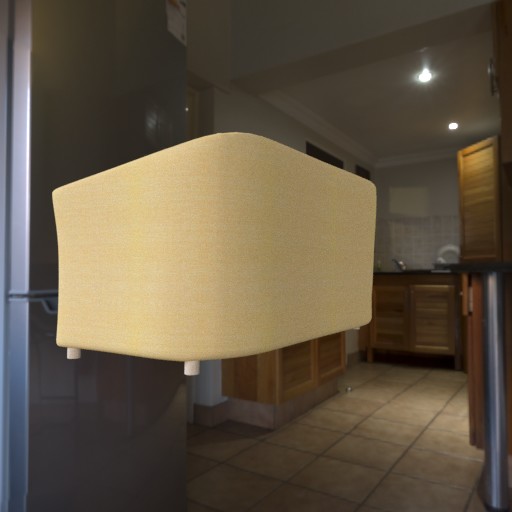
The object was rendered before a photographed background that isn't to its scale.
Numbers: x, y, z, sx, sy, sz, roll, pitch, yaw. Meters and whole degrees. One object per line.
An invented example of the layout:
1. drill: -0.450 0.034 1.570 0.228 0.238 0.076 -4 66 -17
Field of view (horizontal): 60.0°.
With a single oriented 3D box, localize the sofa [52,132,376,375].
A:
1. sofa: 0.000 0.000 1.903 0.705 0.721 1.452 -1 -2 36
